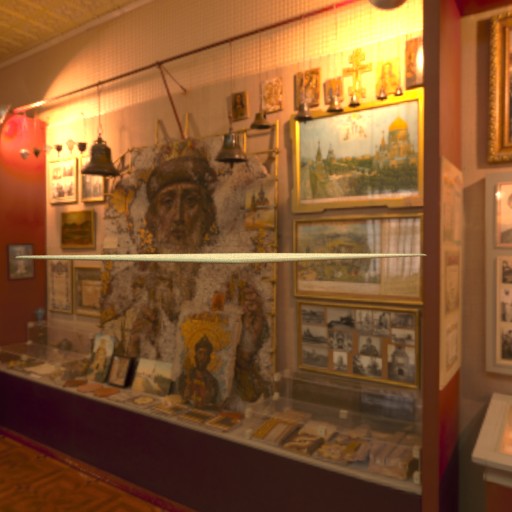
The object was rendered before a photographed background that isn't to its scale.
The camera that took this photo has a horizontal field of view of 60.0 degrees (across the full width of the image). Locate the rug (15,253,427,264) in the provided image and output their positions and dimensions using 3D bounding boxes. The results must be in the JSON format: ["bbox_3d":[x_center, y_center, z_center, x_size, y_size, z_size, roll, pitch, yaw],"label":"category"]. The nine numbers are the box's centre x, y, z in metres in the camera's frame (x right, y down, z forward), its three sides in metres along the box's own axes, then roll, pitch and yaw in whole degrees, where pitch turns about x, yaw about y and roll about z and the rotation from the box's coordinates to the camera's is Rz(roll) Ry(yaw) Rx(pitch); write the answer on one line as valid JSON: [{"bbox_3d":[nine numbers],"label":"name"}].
[{"bbox_3d":[0.000,0.000,3.413,1.819,0.018,2.746,1,1,36],"label":"rug"}]
